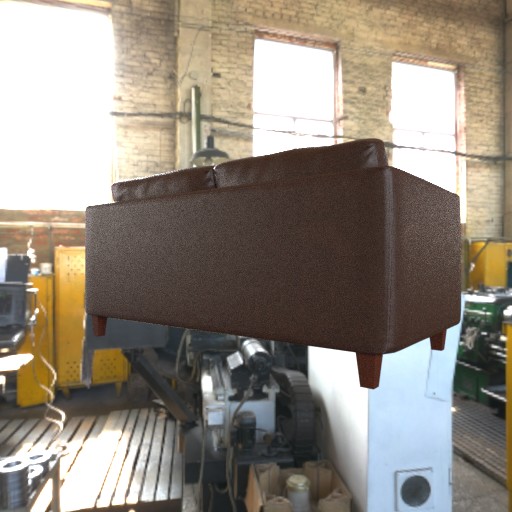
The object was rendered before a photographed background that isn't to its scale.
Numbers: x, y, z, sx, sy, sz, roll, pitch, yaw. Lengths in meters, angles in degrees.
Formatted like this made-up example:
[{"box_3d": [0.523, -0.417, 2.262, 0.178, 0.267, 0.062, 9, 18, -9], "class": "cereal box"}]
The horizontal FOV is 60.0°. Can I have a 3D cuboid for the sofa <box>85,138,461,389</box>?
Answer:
[{"box_3d": [0.000, 0.000, 2.402, 1.883, 0.933, 0.951, 0, 0, 38], "class": "sofa"}]
